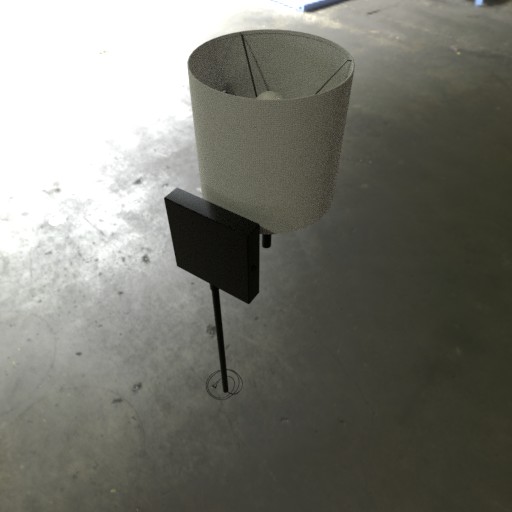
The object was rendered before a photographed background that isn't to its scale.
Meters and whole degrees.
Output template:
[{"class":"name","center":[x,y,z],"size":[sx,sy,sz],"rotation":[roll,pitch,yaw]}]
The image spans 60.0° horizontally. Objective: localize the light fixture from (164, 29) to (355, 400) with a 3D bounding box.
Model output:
[{"class":"light fixture","center":[0.000,0.000,0.697],"size":[0.188,0.589,0.248],"rotation":[26,52,22]}]
